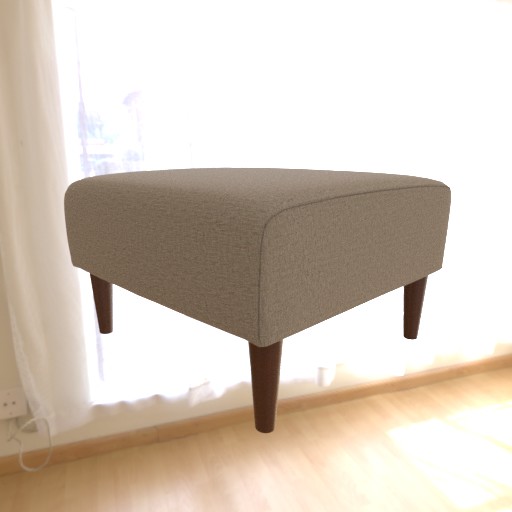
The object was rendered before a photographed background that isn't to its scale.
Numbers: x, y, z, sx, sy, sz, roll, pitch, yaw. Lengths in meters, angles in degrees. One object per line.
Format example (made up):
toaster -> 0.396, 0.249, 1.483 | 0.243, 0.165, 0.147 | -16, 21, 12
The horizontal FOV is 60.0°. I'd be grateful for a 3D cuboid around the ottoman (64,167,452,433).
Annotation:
ottoman -> 0.000, 0.000, 1.044 | 0.648, 0.399, 0.655 | -13, 19, -43
